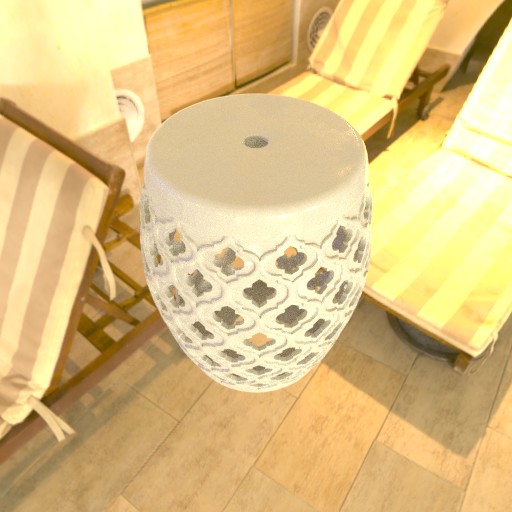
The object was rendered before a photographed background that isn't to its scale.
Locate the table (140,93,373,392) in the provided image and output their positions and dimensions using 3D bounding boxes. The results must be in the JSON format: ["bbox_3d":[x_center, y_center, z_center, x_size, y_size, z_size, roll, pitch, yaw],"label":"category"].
[{"bbox_3d":[0.000,0.000,0.662,0.325,0.388,0.325,0,45,0],"label":"table"}]
